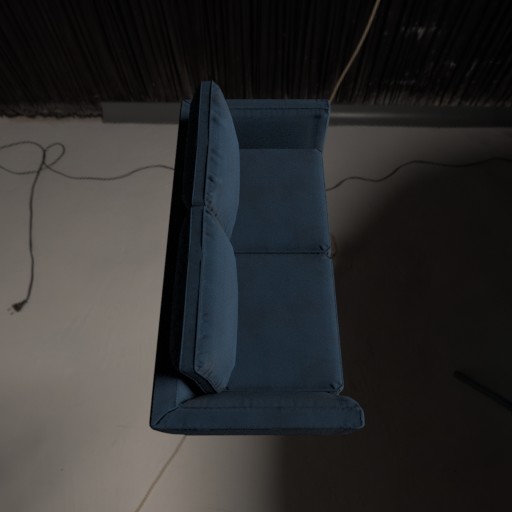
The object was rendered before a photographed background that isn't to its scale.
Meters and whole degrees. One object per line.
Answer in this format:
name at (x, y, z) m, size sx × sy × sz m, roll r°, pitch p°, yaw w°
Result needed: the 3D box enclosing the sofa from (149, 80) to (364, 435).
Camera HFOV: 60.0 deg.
sofa at (0.000, 0.000, 2.346) m, size 0.853 × 1.002 × 1.770 m, roll 0°, pitch 63°, yaw 0°
